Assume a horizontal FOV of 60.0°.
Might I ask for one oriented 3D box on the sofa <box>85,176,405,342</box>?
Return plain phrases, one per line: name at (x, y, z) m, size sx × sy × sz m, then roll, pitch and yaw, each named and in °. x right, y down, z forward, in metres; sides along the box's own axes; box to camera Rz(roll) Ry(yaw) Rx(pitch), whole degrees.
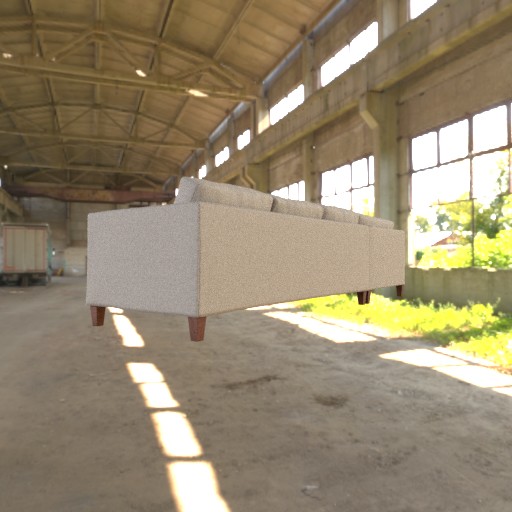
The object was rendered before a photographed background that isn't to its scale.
sofa at (0.000, 0.000, 3.880) m, size 1.625 × 0.846 × 3.186 m, roll 0°, pitch 0°, yaw 36°
